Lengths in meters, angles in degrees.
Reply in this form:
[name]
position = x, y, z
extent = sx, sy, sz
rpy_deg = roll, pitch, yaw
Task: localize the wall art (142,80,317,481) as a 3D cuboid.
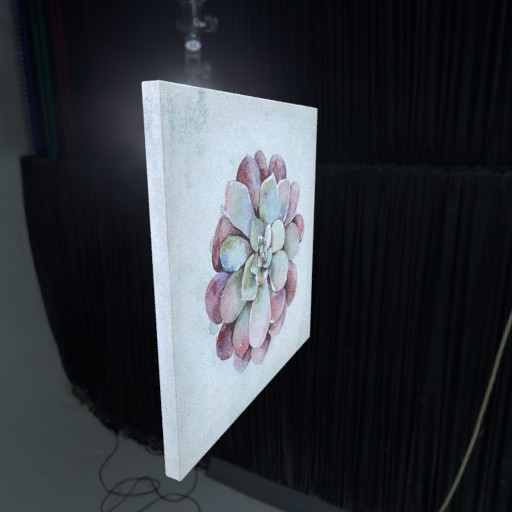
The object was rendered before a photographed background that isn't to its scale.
[wall art]
position = 0.000, 0.000, 1.138
extent = 0.041, 0.762, 0.762
rpy_deg = 7, 17, 26
